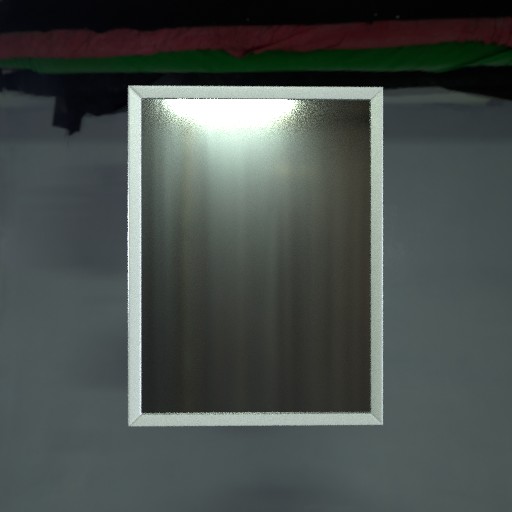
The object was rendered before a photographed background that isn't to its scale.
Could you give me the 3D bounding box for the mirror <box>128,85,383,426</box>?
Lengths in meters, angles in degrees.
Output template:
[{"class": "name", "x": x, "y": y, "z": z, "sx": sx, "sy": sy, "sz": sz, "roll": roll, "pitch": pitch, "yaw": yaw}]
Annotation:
[{"class": "mirror", "x": 0.000, "y": 0.000, "z": 1.347, "sx": 0.762, "sy": 1.016, "sz": 0.040, "roll": 0, "pitch": 0, "yaw": -1}]
